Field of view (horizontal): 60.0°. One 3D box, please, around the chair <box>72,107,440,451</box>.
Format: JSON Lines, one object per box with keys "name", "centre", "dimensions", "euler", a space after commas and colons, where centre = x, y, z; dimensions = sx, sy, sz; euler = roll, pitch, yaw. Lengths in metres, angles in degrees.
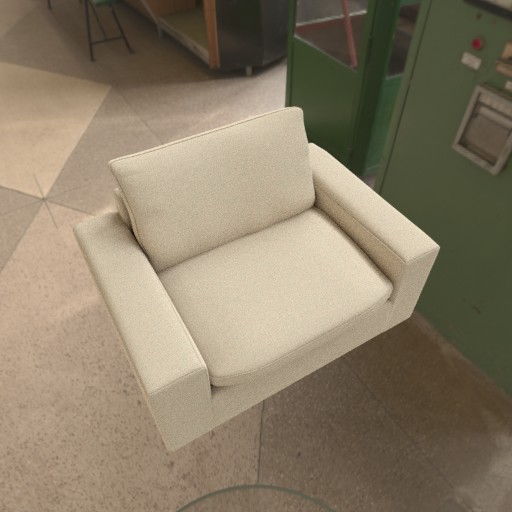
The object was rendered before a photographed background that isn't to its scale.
{"name": "chair", "centre": [0.000, 0.000, 2.080], "dimensions": [1.398, 0.915, 1.039], "euler": [-23, 51, -20]}
